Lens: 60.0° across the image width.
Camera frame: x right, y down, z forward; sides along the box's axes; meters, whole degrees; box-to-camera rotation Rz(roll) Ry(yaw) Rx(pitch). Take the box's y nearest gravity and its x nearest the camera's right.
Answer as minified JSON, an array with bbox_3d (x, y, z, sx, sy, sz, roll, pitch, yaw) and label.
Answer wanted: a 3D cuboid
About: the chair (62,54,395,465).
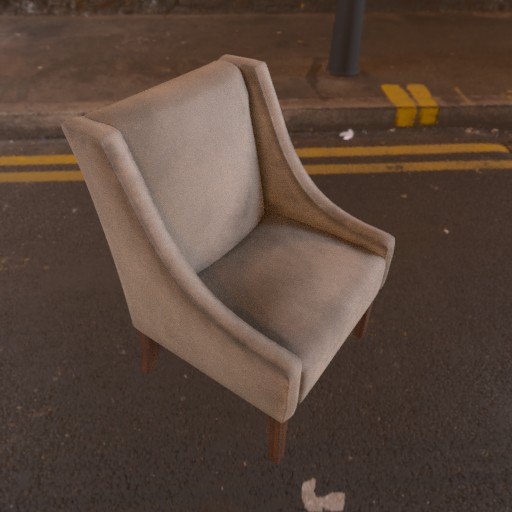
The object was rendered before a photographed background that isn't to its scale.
[{"bbox_3d":[0.000,0.000,1.296,0.629,0.895,0.629,25,47,26],"label":"chair"}]
